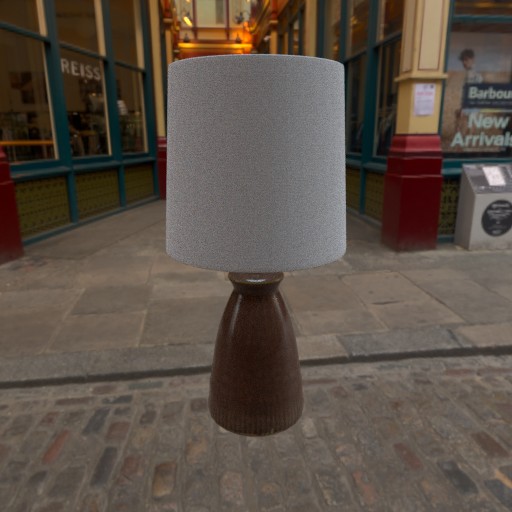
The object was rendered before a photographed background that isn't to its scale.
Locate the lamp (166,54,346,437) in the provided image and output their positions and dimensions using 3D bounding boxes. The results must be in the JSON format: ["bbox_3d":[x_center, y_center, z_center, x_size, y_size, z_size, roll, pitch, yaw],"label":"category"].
[{"bbox_3d":[0.000,0.000,0.470,0.186,0.369,0.186,0,16,0],"label":"lamp"}]
